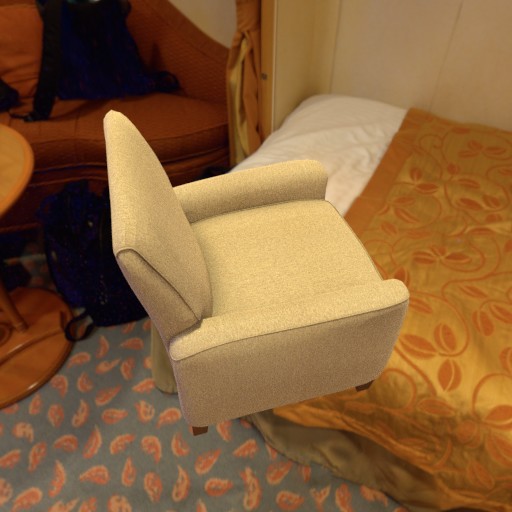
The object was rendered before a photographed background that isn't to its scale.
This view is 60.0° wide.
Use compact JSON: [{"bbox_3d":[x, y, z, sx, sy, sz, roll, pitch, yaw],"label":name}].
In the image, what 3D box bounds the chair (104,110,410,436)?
[{"bbox_3d":[0.000,0.000,1.627,0.864,1.014,0.848,-11,46,-11],"label":"chair"}]
